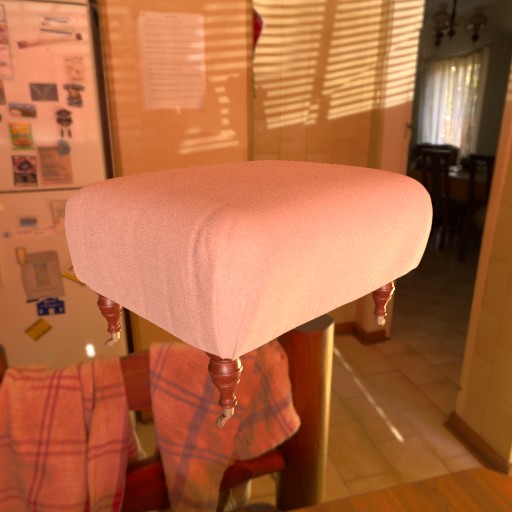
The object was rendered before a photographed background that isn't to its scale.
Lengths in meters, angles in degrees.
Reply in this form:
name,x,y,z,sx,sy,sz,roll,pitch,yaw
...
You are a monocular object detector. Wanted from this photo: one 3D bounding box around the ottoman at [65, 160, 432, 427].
name,x,y,z,sx,sy,sz,roll,pitch,yaw
ottoman,0.000,0.000,1.125,0.622,0.450,0.746,16,24,42
